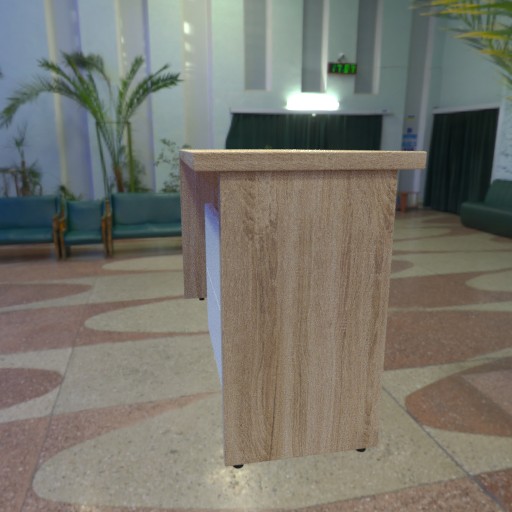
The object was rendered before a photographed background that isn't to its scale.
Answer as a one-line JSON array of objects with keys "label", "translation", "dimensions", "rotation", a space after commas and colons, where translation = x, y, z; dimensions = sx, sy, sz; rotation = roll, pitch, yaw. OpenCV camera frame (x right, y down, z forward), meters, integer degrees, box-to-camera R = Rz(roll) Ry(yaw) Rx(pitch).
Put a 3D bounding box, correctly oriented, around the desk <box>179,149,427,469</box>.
[{"label": "desk", "translation": [0.000, 0.000, 1.615], "dimensions": [0.500, 0.750, 1.300], "rotation": [-3, 14, -11]}]
